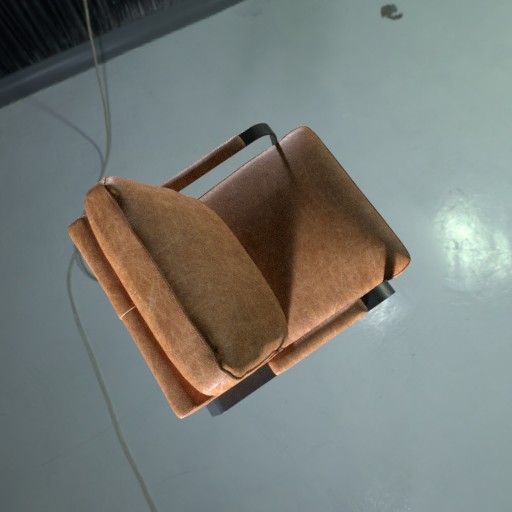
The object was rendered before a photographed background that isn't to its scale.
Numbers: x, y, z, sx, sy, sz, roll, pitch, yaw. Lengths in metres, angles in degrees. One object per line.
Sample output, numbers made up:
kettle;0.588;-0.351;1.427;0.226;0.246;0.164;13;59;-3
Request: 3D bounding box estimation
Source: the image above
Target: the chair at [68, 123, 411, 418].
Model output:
chair;0.000;0.000;1.349;0.801;0.777;0.651;-33;77;-8
